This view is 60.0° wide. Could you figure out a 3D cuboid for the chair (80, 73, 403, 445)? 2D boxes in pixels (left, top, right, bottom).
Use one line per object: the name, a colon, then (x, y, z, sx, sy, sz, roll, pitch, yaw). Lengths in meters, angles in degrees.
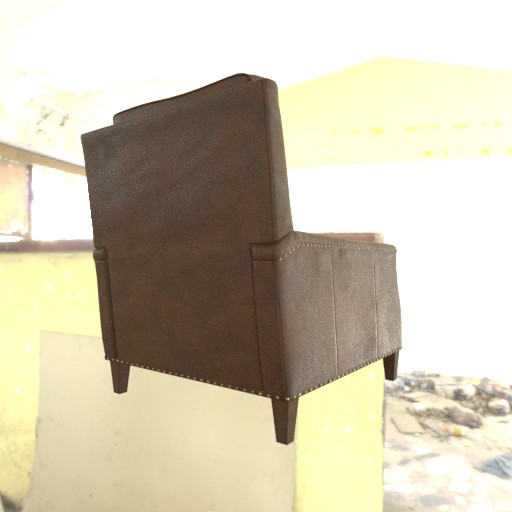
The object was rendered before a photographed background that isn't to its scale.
chair: (0.000, 0.000, 1.773, 0.854, 1.054, 1.035, 0, -1, 37)
